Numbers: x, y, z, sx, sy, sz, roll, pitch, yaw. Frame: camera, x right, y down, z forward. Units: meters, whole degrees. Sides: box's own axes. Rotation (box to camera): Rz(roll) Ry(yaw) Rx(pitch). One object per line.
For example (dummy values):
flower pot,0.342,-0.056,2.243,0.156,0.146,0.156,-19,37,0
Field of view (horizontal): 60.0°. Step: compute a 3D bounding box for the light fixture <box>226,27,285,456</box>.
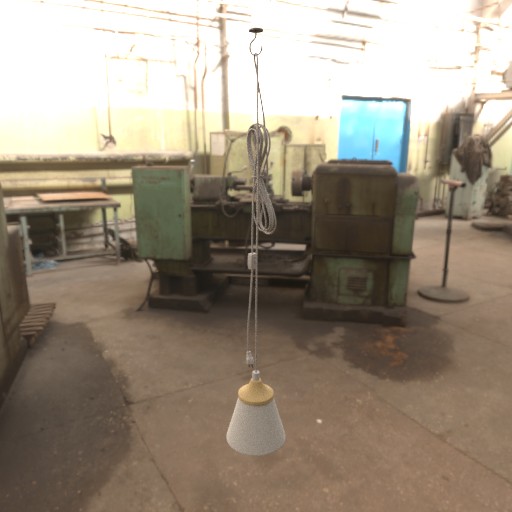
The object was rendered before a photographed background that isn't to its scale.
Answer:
light fixture,0.000,0.000,1.035,0.153,0.966,0.153,-8,16,-27
